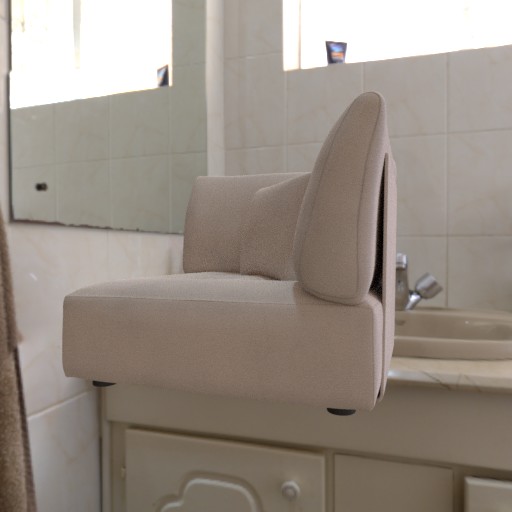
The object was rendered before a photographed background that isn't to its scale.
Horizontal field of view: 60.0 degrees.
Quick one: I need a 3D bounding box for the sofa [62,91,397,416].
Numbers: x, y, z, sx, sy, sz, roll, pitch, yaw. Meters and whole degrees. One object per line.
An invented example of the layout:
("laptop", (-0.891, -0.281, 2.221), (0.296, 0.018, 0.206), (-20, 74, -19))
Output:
("sofa", (0.000, 0.000, 1.683), (1.000, 0.820, 1.000), (0, 0, 19))
